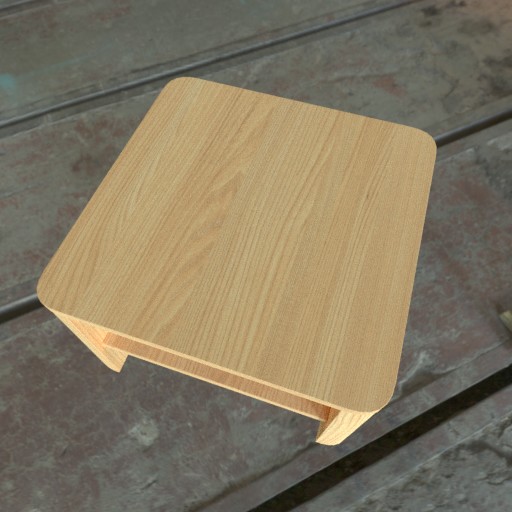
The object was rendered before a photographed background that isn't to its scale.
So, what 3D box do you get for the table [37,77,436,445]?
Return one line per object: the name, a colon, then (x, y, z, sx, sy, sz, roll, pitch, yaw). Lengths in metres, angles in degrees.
table: (0.000, 0.000, 1.221, 0.750, 0.450, 0.750, 16, 61, 9)
